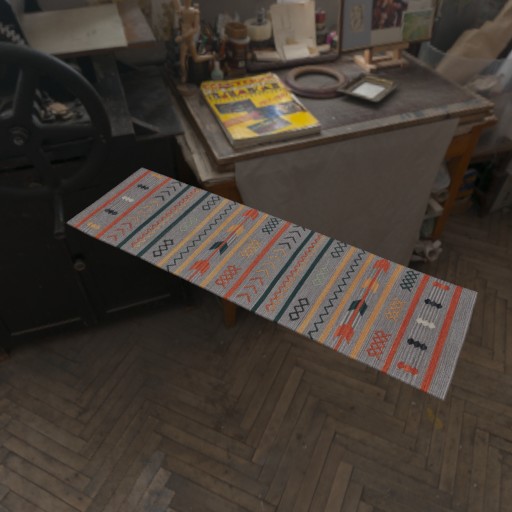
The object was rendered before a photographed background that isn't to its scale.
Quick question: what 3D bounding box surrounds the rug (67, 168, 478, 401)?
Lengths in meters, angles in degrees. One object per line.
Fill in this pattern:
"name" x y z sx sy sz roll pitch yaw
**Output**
"rug" 0.000 0.000 2.654 2.419 0.022 0.744 23 49 21
